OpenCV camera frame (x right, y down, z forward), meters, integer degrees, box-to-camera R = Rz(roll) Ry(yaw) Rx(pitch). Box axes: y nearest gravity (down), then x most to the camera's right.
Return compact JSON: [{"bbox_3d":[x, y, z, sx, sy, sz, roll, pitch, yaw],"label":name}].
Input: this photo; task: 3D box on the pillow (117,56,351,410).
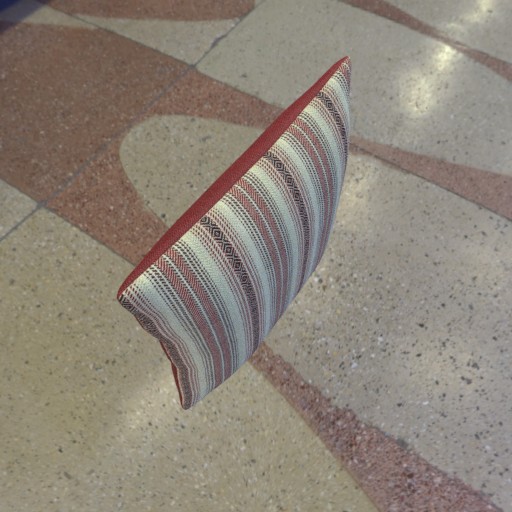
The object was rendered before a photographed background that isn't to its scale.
[{"bbox_3d":[0.000,0.000,0.787,0.166,0.497,0.513,31,64,17],"label":"pillow"}]
